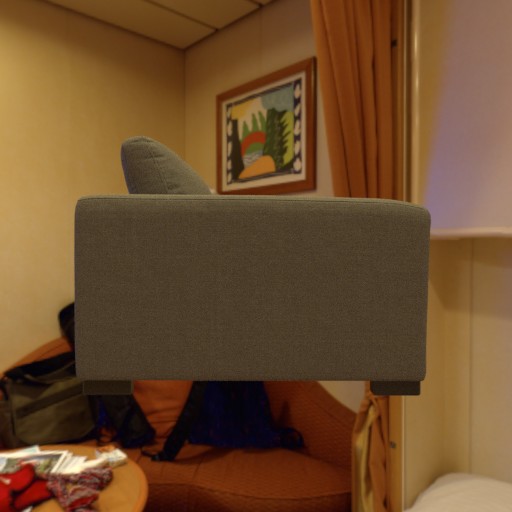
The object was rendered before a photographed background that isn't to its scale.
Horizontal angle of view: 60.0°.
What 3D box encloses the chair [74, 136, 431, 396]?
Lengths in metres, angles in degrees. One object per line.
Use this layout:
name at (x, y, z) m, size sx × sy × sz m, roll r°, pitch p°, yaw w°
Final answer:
chair at (0.000, 0.000, 1.868) m, size 1.100 × 0.847 × 1.070 m, roll 0°, pitch 1°, yaw 0°
